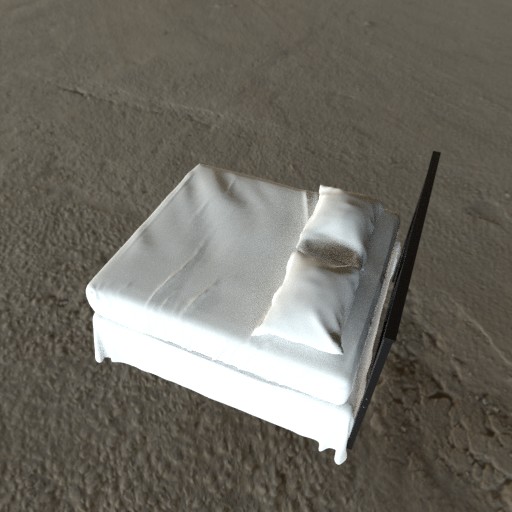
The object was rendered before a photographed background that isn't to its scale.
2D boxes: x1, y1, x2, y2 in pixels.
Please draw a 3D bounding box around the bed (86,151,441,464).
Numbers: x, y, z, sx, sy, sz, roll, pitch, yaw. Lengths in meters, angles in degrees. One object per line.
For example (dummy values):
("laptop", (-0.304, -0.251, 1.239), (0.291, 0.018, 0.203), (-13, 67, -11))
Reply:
("bed", (0.000, 0.000, 3.200), (2.050, 1.270, 1.870), (17, 48, 16))
